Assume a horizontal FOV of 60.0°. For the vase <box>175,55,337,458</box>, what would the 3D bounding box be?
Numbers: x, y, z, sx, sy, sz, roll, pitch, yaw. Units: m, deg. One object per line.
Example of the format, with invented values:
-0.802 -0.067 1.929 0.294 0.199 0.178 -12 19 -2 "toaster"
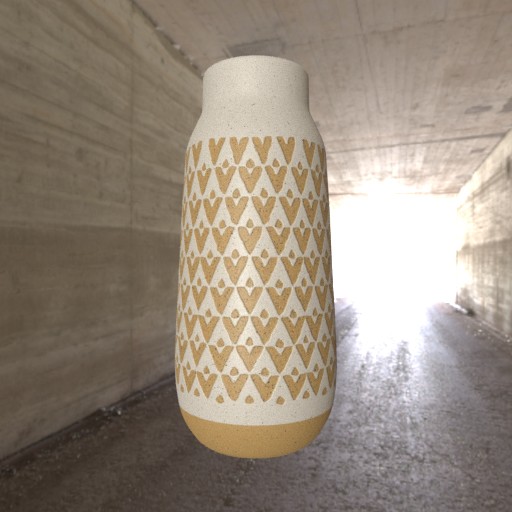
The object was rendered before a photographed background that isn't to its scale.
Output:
0.000 0.000 0.382 0.137 0.307 0.137 0 0 0 "vase"
